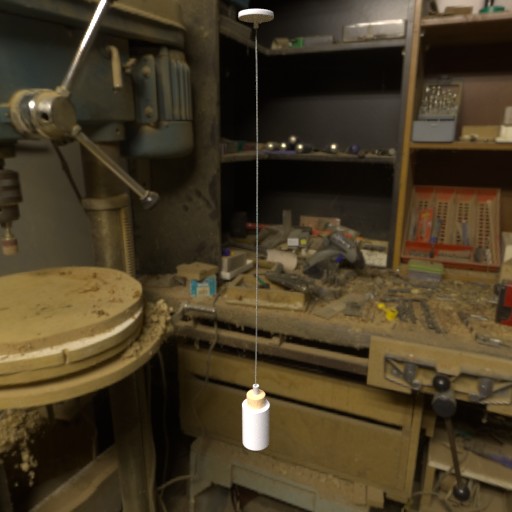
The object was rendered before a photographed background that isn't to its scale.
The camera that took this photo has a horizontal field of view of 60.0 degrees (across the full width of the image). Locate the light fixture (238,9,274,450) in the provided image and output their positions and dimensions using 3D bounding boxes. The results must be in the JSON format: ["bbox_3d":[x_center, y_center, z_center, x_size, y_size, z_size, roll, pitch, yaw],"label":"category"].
[{"bbox_3d":[0.000,0.000,1.826,0.125,1.798,0.125,7,17,24],"label":"light fixture"}]
